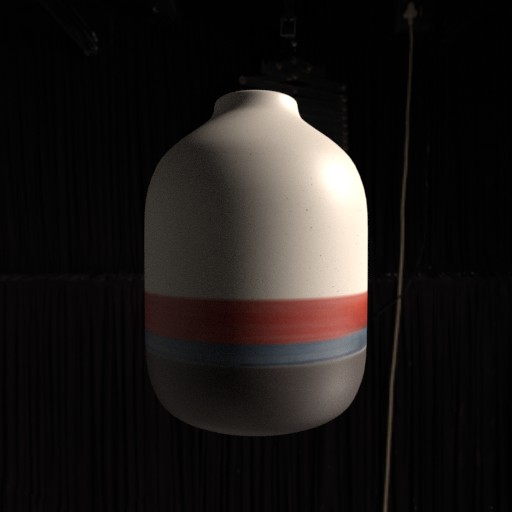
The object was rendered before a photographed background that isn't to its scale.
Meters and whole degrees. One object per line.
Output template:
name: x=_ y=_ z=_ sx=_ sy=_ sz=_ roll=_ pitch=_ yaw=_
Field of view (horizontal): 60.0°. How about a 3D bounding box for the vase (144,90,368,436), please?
vase: x=0.000 y=0.000 z=0.347 sx=0.169 sy=0.237 sz=0.169 roll=0 pitch=1 yaw=0
